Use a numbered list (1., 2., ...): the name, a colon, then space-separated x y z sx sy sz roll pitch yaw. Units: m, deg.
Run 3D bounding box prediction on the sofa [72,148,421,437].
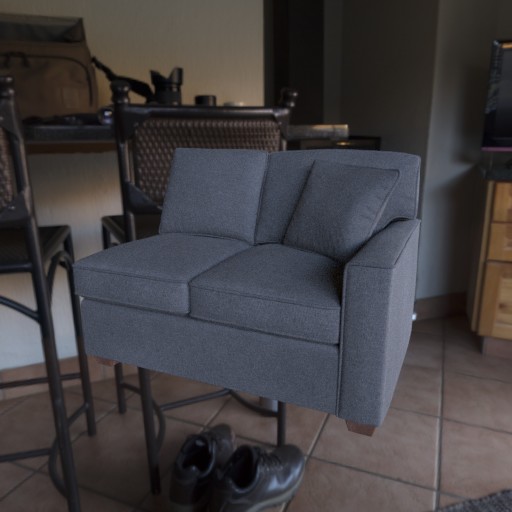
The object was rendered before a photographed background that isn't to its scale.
1. sofa: 0.000 0.000 2.094 1.388 0.989 0.991 6 15 24
